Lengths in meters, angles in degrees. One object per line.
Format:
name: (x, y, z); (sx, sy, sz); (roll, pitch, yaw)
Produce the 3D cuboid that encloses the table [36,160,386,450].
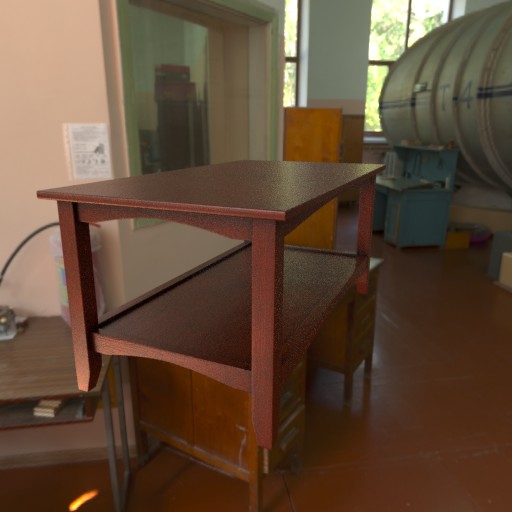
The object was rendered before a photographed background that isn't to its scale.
table: (0.000, 0.000, 1.250); (0.533, 0.456, 0.943); (7, 18, 24)
